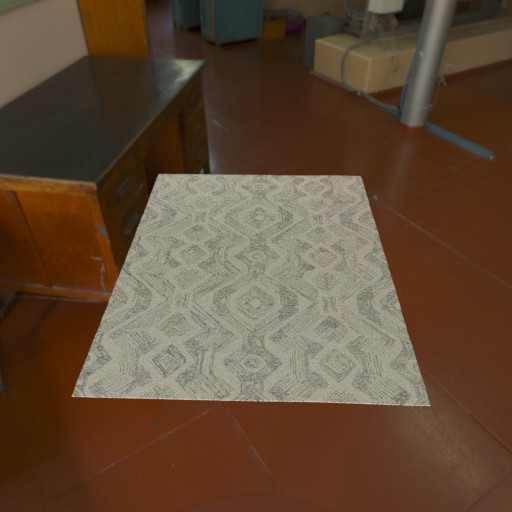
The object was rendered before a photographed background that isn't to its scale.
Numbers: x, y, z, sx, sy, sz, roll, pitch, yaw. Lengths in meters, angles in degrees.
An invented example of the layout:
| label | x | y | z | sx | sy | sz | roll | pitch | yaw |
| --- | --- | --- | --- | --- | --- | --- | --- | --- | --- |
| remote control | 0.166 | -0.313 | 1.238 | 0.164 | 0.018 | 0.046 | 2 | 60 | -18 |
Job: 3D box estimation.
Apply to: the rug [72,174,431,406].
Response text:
| label | x | y | z | sx | sy | sz | roll | pitch | yaw |
| --- | --- | --- | --- | --- | --- | --- | --- | --- | --- |
| rug | 0.000 | 0.000 | 4.156 | 2.430 | 0.030 | 3.054 | 1 | 40 | 1 |
